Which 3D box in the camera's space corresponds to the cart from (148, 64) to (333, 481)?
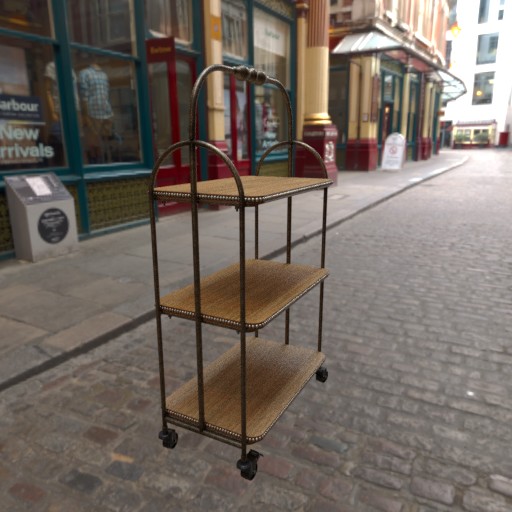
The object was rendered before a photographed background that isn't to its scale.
[{"bbox_3d":[0.000,0.000,1.341,0.330,1.052,0.650,8,16,27],"label":"cart"}]
